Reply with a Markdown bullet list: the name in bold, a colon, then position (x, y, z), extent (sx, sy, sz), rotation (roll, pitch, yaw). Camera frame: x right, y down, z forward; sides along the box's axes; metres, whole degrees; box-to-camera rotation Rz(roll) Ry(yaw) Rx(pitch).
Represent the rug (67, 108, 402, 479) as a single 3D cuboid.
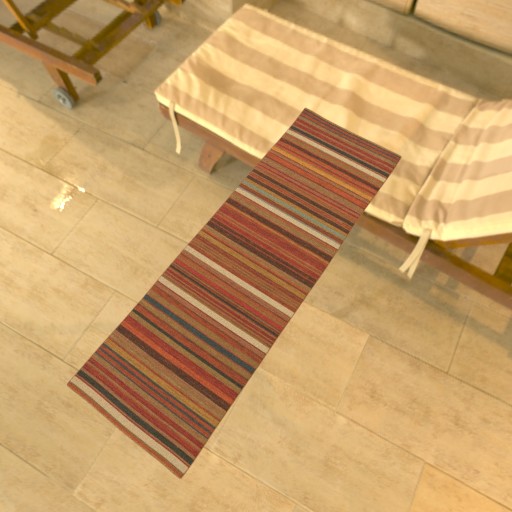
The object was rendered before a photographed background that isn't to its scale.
- **rug**: position (0.000, 0.000, 2.729), extent (0.799, 0.030, 2.444), rotation (32, 67, 15)
